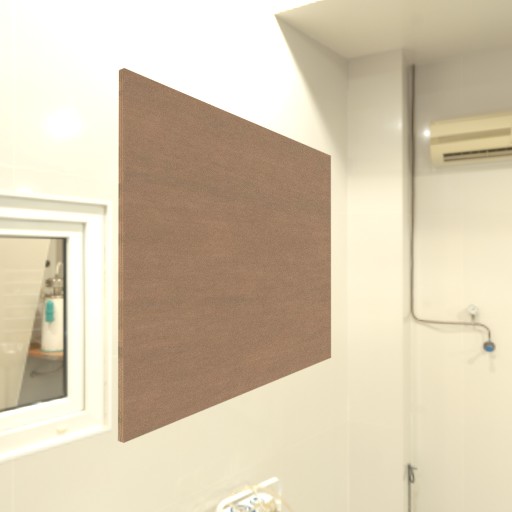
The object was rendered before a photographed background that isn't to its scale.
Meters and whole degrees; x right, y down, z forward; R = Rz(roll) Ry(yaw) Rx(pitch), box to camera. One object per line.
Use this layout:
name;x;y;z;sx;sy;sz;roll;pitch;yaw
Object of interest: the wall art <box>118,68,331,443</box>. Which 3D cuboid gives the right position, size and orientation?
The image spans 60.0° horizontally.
wall art;0.000;0.000;0.691;0.010;0.408;0.508;0;0;36
